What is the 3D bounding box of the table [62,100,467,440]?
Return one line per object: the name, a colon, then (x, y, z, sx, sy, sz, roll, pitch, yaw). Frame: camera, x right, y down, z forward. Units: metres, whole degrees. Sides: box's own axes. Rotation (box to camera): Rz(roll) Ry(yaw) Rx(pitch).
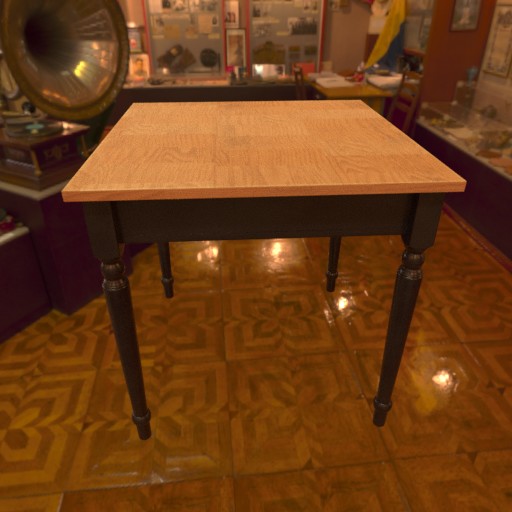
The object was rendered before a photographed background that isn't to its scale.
table: (0.000, 0.000, 1.321, 0.747, 0.738, 0.747, -2, 31, -3)
